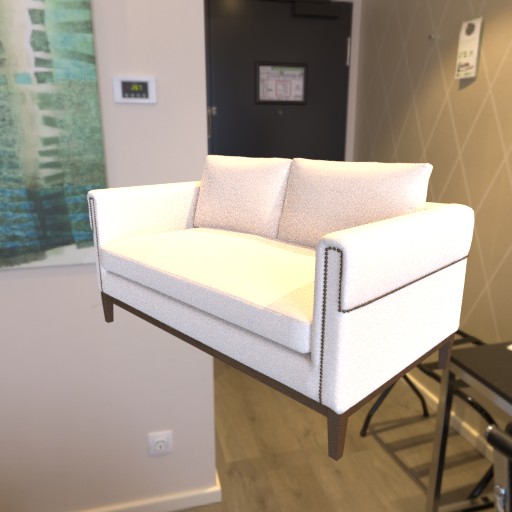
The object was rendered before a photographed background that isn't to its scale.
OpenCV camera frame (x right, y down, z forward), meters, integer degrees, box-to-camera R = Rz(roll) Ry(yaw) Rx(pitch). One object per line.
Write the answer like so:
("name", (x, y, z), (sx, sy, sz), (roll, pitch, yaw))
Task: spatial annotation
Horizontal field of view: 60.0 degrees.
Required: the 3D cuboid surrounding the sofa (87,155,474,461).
("sofa", (0.000, 0.000, 2.052), (0.905, 0.873, 1.598), (-14, 21, -43))
